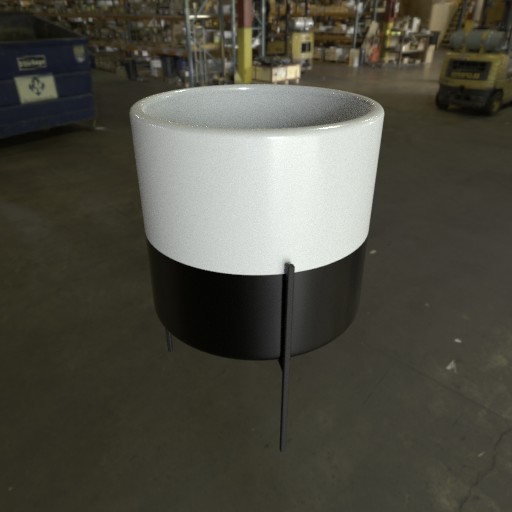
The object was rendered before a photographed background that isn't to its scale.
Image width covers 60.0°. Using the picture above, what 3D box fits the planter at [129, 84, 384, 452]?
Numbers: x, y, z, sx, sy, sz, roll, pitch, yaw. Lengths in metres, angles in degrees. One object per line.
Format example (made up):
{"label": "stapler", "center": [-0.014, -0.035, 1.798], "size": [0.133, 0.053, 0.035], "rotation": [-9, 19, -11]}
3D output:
{"label": "planter", "center": [0.000, 0.000, 0.644], "size": [0.310, 0.432, 0.310], "rotation": [17, 33, 28]}
